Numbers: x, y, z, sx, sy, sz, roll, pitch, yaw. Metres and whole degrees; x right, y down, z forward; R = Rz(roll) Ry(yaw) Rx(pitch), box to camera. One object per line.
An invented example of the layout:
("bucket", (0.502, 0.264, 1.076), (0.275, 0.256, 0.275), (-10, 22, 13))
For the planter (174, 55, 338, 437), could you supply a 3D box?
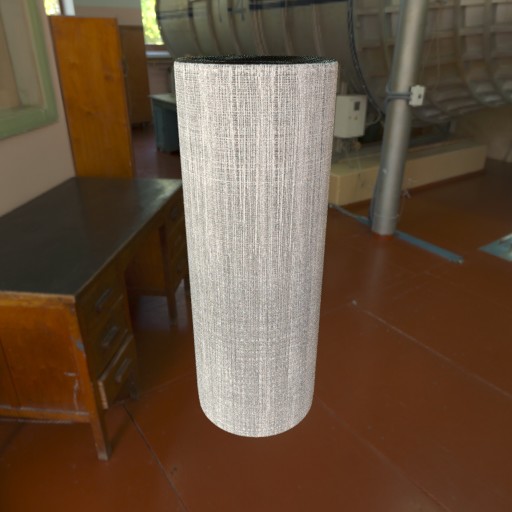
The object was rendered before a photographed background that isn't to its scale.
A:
("planter", (0.000, 0.000, 0.331), (0.100, 0.270, 0.100), (-1, 26, -1))
